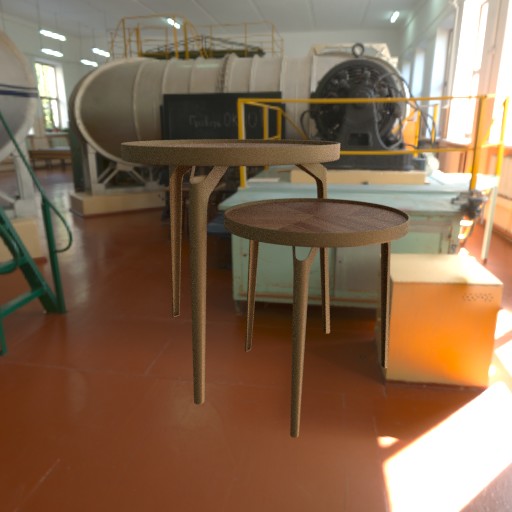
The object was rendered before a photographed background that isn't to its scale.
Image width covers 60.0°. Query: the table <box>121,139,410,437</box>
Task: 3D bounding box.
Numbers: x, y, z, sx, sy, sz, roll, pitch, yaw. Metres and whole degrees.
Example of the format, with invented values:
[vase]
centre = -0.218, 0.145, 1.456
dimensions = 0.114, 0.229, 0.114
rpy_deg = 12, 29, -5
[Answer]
[table]
centre = 0.000, 0.000, 1.126
dimensions = 0.751, 0.555, 0.532
rpy_deg = 15, 22, 42
